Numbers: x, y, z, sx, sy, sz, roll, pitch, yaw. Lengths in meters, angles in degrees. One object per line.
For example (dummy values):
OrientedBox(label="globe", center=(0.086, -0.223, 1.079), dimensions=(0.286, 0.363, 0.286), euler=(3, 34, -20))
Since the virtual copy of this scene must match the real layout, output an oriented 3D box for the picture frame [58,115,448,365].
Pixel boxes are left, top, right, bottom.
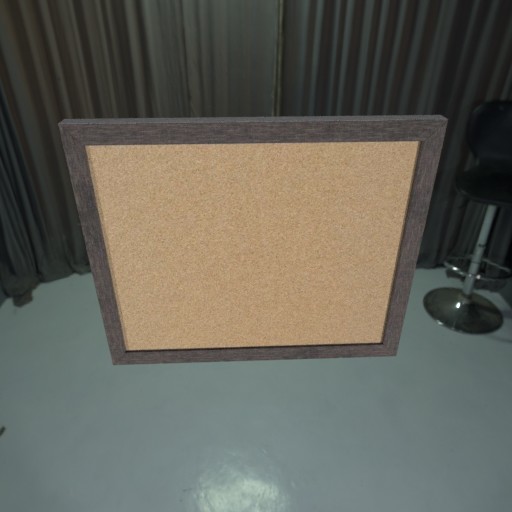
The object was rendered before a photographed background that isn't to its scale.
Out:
OrientedBox(label="picture frame", center=(0.000, 0.000, 0.748), dimensions=(0.546, 0.455, 0.026), euler=(-1, 31, -2))
